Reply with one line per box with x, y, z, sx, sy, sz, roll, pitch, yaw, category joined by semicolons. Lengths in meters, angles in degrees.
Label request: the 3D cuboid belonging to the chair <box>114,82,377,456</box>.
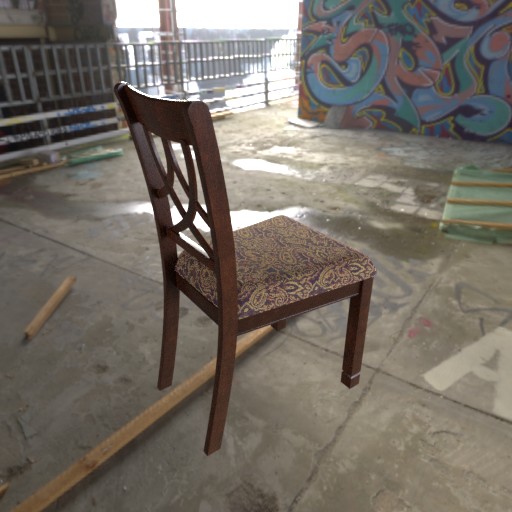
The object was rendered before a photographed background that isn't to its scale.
0.000;0.000;1.313;0.584;0.965;0.457;-18;32;-31;chair
